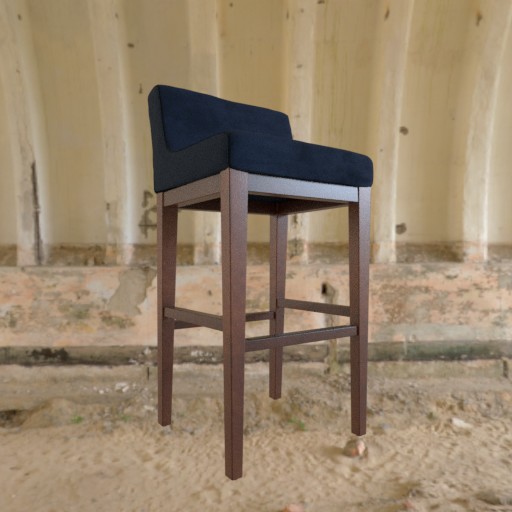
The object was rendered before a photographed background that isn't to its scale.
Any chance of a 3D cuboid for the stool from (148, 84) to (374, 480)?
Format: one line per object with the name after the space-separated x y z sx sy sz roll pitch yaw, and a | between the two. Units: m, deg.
0.000 0.000 1.327 0.511 1.037 0.500 0 0 -35 | stool
